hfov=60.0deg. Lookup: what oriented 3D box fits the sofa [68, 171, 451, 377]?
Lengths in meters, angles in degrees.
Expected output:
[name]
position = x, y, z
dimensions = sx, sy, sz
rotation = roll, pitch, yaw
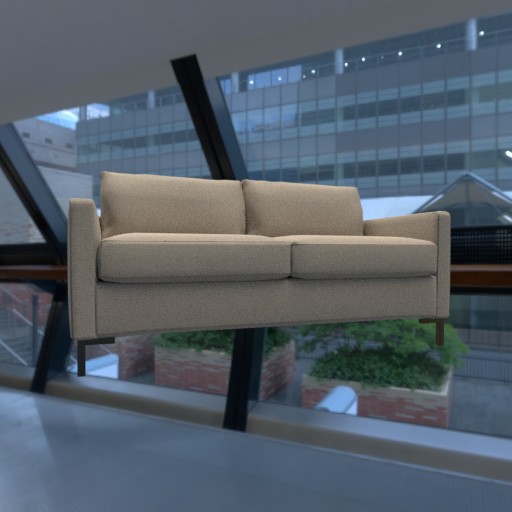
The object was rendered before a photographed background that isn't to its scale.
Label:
[sofa]
position = 0.000, 0.000, 2.189
dimensions = 1.682, 0.840, 0.875
rotation = 0, 1, -19
